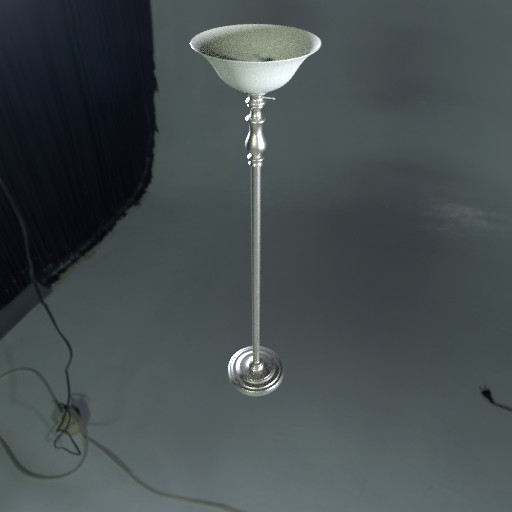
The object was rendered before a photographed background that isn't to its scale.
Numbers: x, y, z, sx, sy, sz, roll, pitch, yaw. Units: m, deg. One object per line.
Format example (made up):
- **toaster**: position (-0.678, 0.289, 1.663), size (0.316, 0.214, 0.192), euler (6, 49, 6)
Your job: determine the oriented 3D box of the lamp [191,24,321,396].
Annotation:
- **lamp**: position (0.000, 0.000, 1.959), size (0.405, 1.771, 0.405), euler (12, 42, 14)
